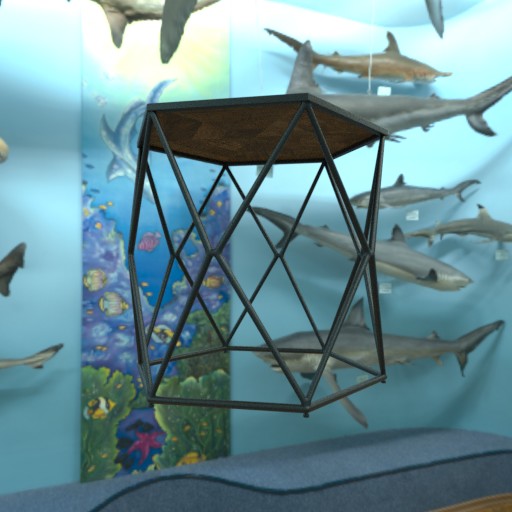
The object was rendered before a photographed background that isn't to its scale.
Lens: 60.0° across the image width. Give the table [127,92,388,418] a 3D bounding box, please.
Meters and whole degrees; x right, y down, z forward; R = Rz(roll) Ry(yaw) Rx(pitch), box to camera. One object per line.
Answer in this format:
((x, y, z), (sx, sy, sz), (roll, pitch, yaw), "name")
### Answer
((0.000, 0.000, 1.038), (0.579, 0.564, 0.578), (0, 0, -19), "table")
